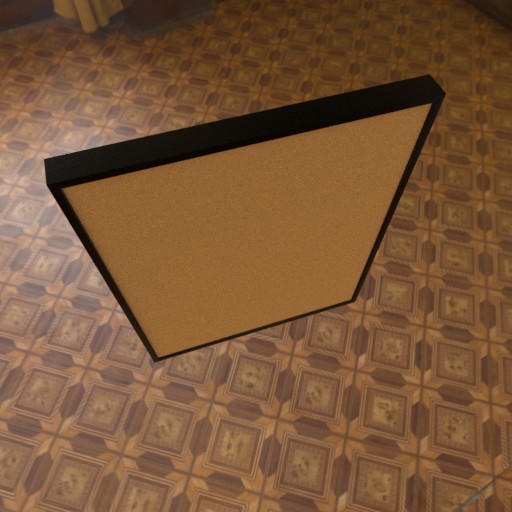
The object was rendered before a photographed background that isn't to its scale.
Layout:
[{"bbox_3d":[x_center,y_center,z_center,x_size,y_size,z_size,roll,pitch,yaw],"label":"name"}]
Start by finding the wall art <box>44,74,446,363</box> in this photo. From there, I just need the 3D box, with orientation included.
[{"bbox_3d":[0.000,0.000,0.722,0.451,0.553,0.039,-15,60,-9],"label":"wall art"}]
